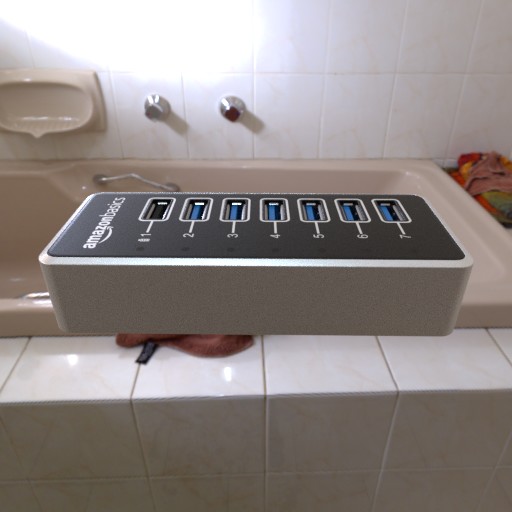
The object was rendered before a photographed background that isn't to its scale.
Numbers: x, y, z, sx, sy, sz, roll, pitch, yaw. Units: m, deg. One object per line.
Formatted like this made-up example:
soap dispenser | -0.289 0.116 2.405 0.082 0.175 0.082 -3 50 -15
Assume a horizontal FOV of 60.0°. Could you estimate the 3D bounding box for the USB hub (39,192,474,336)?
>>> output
USB hub | 0.000 0.000 0.133 0.110 0.023 0.044 0 32 1
